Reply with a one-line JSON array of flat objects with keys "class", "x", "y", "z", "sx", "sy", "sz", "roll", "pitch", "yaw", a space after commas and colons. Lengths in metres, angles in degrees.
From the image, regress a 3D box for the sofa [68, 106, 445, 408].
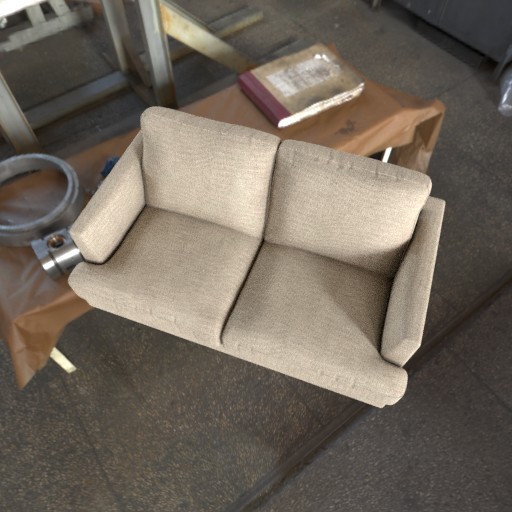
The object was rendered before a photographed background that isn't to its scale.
[{"class": "sofa", "x": 0.000, "y": 0.000, "z": 2.137, "sx": 1.582, "sy": 0.944, "sz": 0.903, "roll": 17, "pitch": 60, "yaw": 10}]
